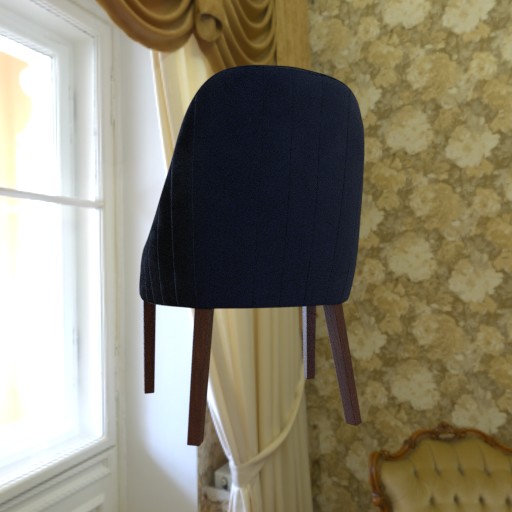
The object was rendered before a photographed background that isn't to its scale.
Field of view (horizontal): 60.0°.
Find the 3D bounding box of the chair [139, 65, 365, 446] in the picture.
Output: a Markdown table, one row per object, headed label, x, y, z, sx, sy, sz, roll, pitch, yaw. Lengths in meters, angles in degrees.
| label | x | y | z | sx | sy | sz | roll | pitch | yaw |
| --- | --- | --- | --- | --- | --- | --- | --- | --- | --- |
| chair | 0.000 | 0.000 | 1.297 | 0.643 | 0.889 | 0.575 | 0 | 0 | -18 |
